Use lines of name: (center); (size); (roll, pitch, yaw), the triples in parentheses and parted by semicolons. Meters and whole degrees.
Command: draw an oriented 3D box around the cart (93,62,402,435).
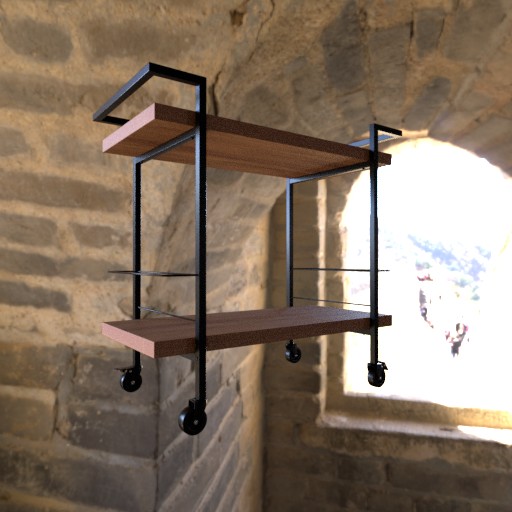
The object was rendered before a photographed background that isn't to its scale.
cart: (0.000, 0.000, 1.271); (0.806, 0.762, 0.406); (0, -1, -36)
